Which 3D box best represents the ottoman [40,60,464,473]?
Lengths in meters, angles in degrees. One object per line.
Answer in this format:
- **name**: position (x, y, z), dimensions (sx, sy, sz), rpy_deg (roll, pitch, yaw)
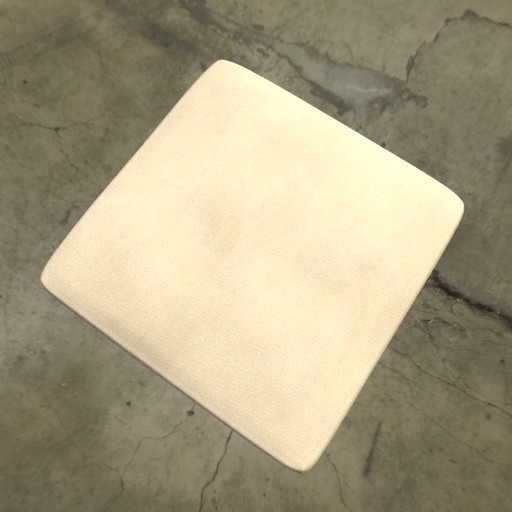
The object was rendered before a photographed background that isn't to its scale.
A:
- **ottoman**: position (0.000, 0.000, 1.308), dimensions (0.843, 0.441, 0.842), rpy_deg (33, 77, 9)
